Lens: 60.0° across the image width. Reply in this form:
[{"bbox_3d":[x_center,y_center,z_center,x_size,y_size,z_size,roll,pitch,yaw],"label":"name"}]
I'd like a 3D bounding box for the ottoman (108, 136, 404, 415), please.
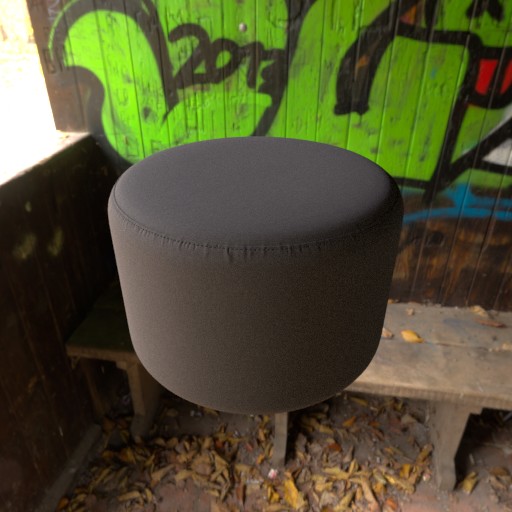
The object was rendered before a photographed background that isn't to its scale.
[{"bbox_3d":[0.000,0.000,1.021,0.608,0.433,0.608,0,31,0],"label":"ottoman"}]
